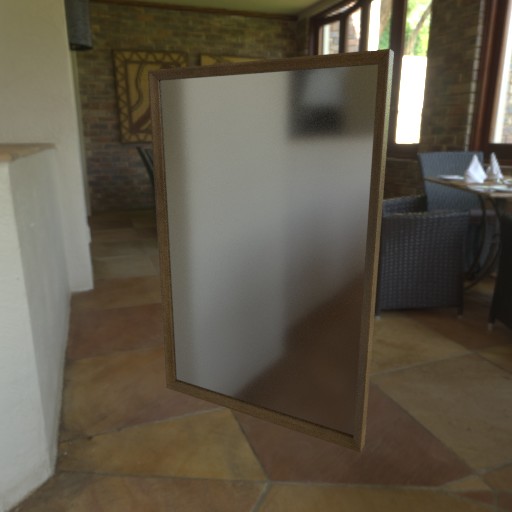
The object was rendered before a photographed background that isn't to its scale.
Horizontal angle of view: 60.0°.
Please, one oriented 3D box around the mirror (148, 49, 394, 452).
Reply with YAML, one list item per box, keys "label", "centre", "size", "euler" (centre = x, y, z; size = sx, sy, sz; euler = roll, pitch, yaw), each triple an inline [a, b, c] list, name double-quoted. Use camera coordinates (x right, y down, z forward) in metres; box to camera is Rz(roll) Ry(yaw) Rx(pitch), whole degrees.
- label: "mirror"
  centre: [0.000, 0.000, 1.130]
  size: [0.609, 0.915, 0.041]
  euler: [8, 17, 27]
